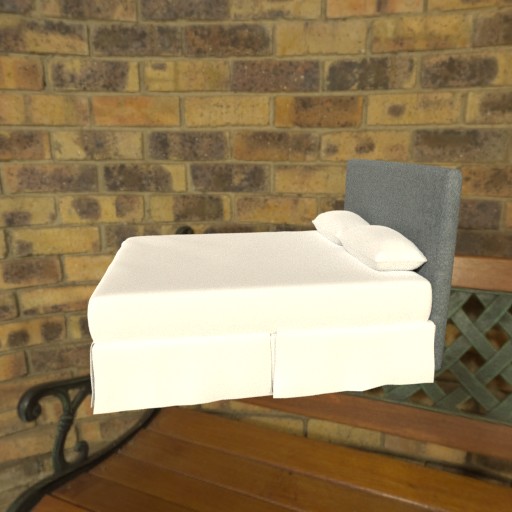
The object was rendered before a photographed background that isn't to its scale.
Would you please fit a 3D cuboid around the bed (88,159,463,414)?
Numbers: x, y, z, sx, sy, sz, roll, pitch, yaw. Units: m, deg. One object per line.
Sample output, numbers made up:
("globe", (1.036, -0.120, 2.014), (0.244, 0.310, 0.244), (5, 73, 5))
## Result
("bed", (0.000, 0.000, 3.229), (2.142, 1.330, 1.723), (-2, 15, -8))
